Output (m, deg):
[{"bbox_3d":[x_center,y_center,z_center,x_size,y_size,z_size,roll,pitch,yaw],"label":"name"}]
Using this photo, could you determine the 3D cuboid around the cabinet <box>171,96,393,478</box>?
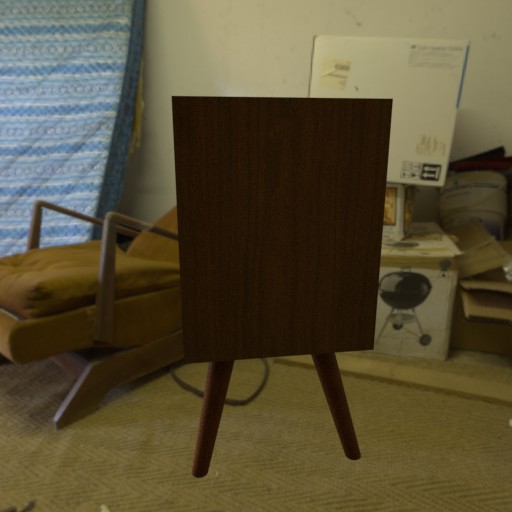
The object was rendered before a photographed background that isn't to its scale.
[{"bbox_3d":[0.000,0.000,1.187,0.388,0.748,0.712,-2,15,-8],"label":"cabinet"}]
